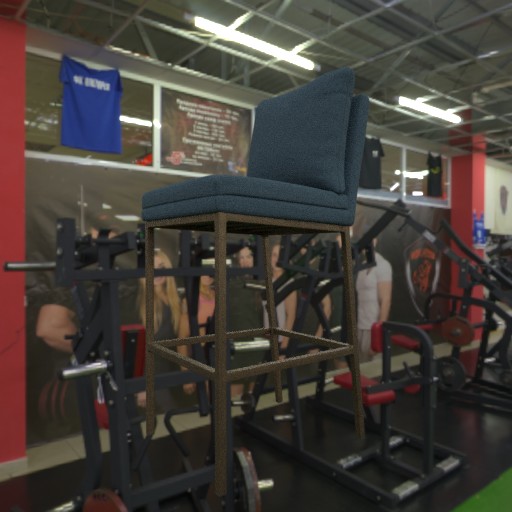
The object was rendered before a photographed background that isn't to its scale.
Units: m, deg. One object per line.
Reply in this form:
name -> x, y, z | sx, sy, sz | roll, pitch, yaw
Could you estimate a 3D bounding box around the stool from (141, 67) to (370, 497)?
stool -> 0.000, 0.000, 1.372 | 0.568, 1.124, 0.463 | -1, 1, -36
